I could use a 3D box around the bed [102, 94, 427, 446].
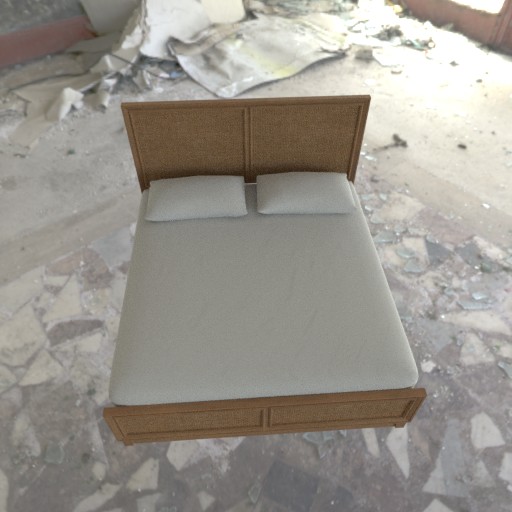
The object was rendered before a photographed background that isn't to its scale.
[{"bbox_3d":[0.000,0.000,3.336,2.003,1.387,2.184,-3,47,-3],"label":"bed"}]
